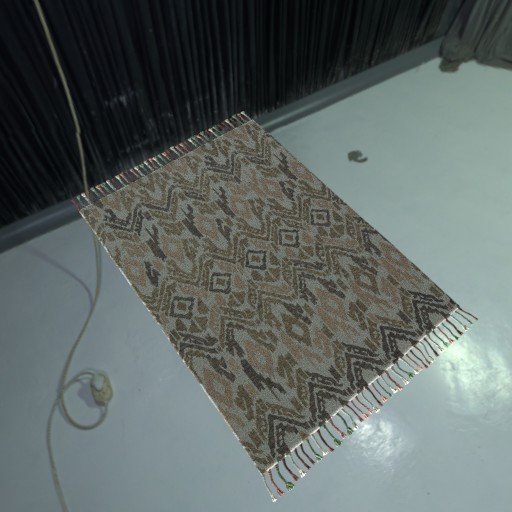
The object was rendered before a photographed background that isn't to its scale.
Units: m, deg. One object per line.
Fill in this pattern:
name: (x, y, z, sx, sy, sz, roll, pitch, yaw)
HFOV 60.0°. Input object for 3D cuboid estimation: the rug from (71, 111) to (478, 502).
rug: (0.000, 0.000, 2.241, 1.219, 0.008, 1.829, -33, 64, -19)
